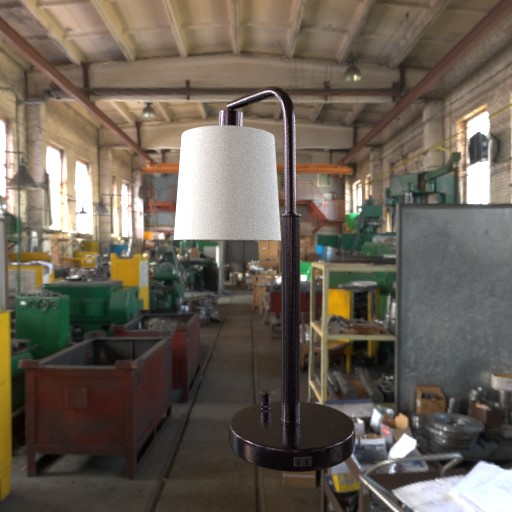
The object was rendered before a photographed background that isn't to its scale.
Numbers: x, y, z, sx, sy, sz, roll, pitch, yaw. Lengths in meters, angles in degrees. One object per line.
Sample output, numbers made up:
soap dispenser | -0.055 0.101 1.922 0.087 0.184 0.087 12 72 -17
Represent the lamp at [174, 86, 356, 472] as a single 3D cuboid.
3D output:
lamp | 0.000 0.000 0.650 0.171 0.489 0.333 -1 1 -34
